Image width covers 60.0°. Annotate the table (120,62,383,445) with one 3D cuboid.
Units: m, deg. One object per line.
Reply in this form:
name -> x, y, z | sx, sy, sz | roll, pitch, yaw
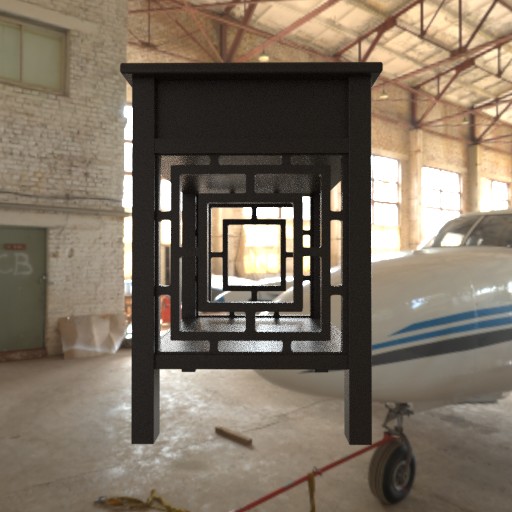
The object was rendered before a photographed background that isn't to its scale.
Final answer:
table -> 0.000, 0.000, 1.020 | 0.451, 0.646, 0.564 | 0, 0, 1
